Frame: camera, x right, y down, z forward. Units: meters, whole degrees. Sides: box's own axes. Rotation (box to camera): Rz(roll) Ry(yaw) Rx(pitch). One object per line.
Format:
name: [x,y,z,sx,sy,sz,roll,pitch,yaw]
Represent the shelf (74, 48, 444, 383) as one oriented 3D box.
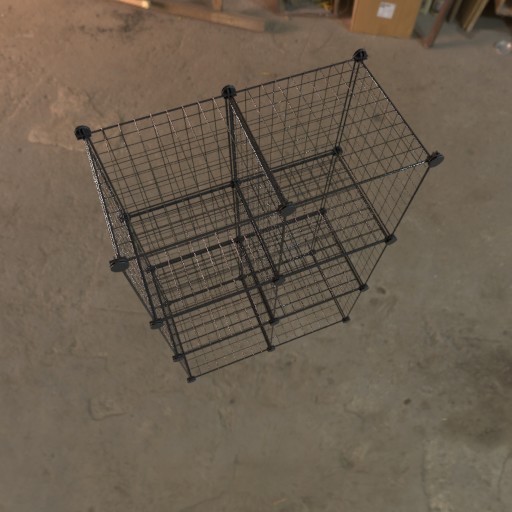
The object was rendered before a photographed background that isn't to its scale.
shelf: [0.000,0.000,1.411,0.711,1.067,0.356,-19,65,-10]
